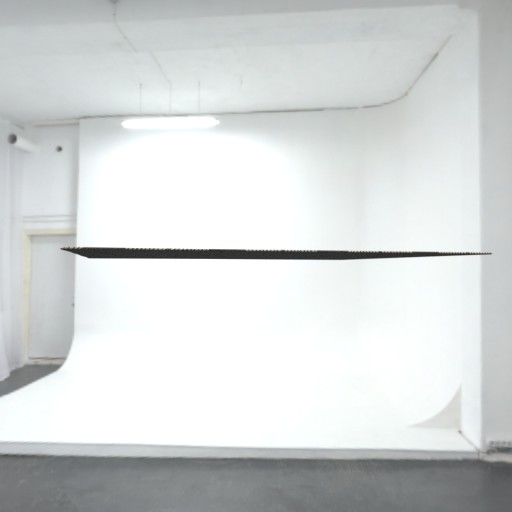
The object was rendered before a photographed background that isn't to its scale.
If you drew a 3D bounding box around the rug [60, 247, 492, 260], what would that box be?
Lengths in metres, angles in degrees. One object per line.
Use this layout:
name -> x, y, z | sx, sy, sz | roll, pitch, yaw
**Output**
rug -> 0.000, 0.000, 4.088 | 3.048, 0.016, 2.438 | 0, -2, -17
